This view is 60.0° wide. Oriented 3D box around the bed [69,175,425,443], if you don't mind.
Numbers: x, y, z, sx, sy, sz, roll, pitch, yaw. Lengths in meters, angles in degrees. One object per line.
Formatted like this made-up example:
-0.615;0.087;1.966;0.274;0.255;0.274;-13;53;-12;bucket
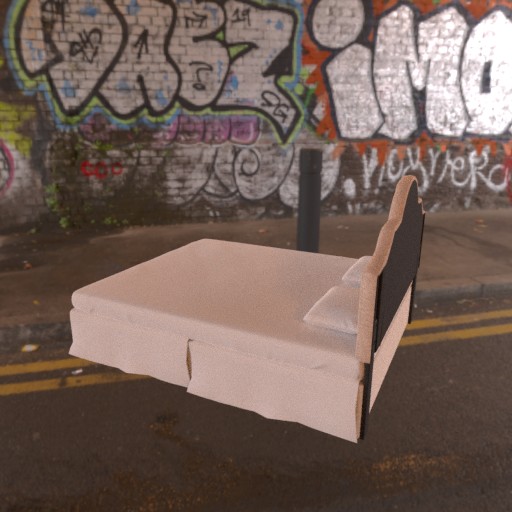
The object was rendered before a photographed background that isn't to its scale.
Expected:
0.000;0.000;3.043;1.970;1.194;1.667;8;19;26;bed
